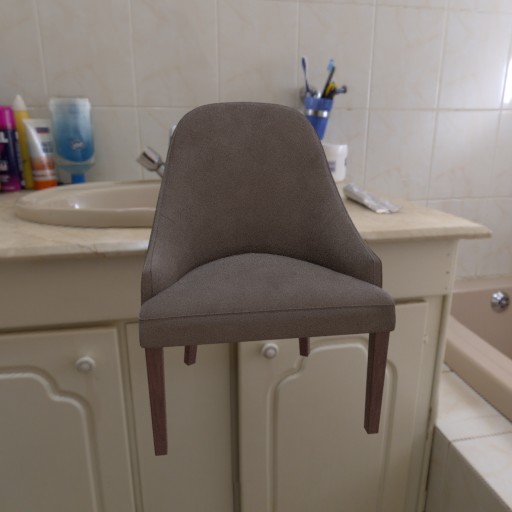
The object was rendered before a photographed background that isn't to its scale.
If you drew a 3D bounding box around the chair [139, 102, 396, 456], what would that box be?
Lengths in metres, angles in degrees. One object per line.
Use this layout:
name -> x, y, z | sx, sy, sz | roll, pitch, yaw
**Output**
chair -> 0.000, 0.000, 1.311 | 0.643, 0.889, 0.575 | -2, 16, -8
